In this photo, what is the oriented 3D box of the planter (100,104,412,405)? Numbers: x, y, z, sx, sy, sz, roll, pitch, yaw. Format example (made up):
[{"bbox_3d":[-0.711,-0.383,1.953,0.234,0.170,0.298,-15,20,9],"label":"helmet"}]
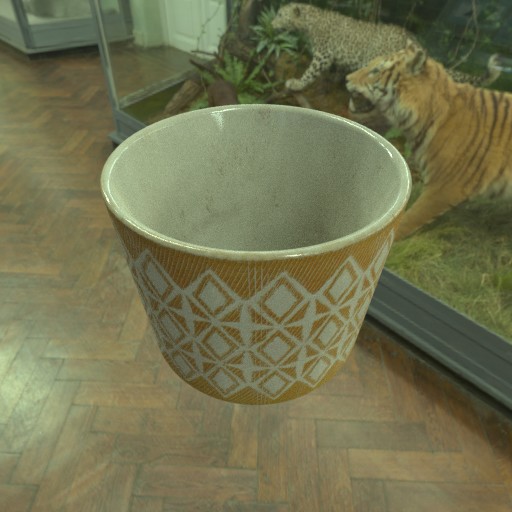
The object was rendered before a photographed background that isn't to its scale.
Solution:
[{"bbox_3d":[0.000,0.000,0.219,0.126,0.104,0.126,0,40,0],"label":"planter"}]
